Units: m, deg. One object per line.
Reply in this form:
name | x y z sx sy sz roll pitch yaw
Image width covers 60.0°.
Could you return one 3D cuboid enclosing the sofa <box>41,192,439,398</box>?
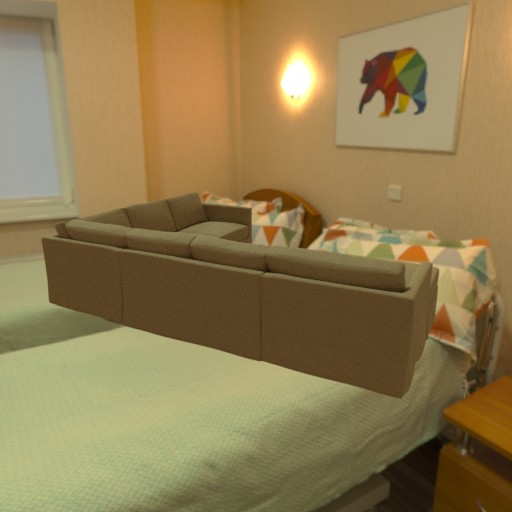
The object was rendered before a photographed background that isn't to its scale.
sofa | 0.000 0.000 4.594 3.528 0.878 2.476 8 18 27
